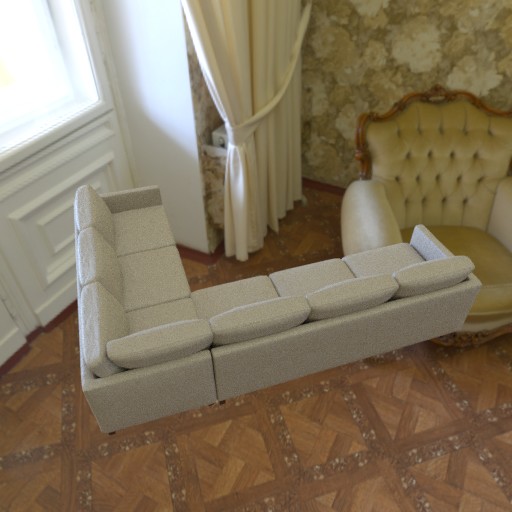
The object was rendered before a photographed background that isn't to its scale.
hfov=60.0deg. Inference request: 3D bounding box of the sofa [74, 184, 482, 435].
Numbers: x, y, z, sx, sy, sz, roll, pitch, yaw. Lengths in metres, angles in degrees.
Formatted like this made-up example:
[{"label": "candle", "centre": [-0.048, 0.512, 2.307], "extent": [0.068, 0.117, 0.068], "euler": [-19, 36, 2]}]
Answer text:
[{"label": "sofa", "centre": [0.000, 0.000, 4.432], "extent": [3.333, 0.934, 2.522], "euler": [-12, 43, -14]}]
